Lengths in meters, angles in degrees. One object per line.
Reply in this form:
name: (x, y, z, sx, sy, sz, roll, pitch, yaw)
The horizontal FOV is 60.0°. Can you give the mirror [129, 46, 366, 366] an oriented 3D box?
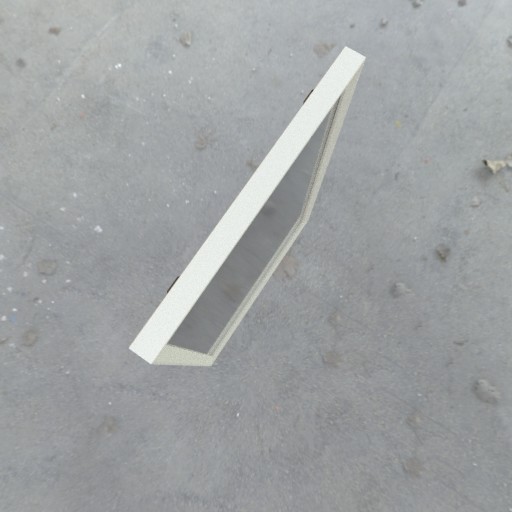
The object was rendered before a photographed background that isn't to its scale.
mirror: (0.000, 0.000, 0.923, 0.039, 0.710, 0.507, 33, 78, 8)
